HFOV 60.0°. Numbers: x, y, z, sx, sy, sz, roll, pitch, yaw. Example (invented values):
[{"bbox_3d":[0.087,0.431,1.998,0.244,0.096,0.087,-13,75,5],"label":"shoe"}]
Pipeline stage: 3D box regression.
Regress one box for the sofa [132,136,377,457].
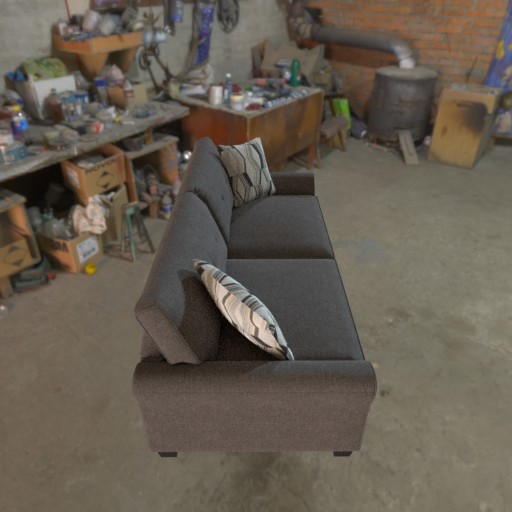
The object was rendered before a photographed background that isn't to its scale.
[{"bbox_3d":[0.000,0.000,2.455,0.889,0.813,2.032,0,32,0],"label":"sofa"}]
